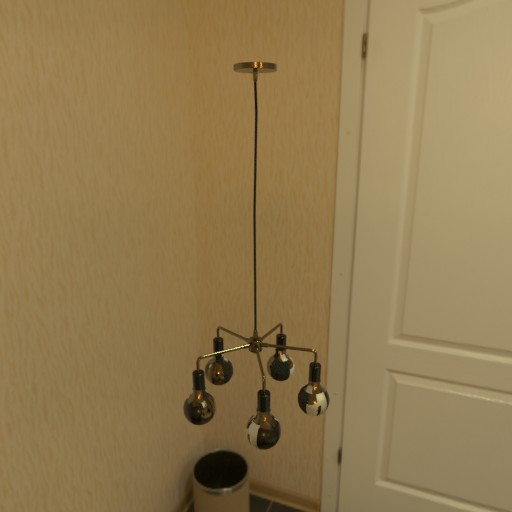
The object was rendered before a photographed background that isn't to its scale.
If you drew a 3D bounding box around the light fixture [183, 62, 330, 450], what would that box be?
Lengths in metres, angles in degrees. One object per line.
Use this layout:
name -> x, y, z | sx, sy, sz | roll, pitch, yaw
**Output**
light fixture -> 0.000, 0.000, 1.233 | 0.438, 0.988, 0.421 | -2, 16, -7
